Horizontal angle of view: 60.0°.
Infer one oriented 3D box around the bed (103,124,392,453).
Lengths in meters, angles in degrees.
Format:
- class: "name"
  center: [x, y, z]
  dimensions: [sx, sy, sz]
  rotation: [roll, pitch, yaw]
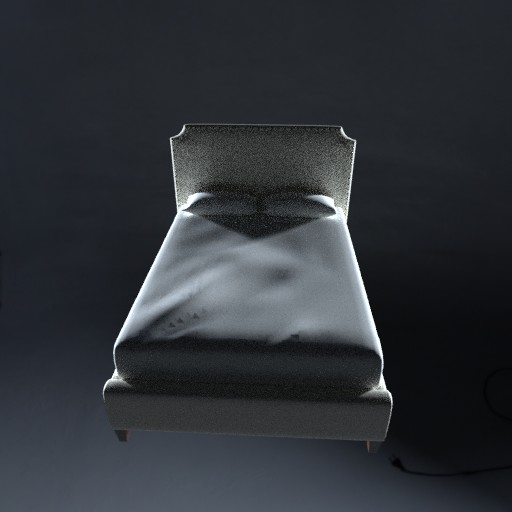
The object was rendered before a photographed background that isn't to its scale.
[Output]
- class: "bed"
  center: [0.000, 0.000, 3.419]
  dimensions: [1.712, 1.443, 2.365]
  rotation: [2, 30, 3]
